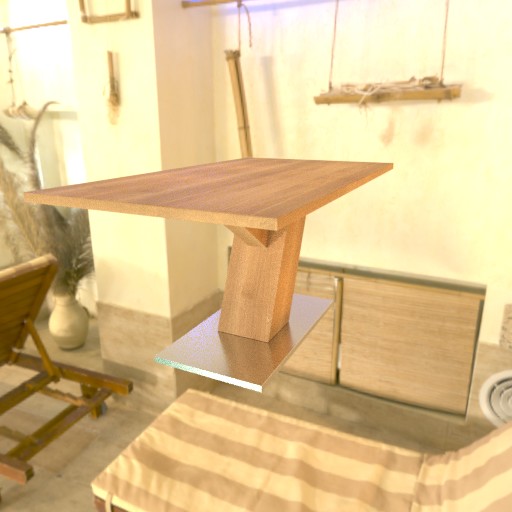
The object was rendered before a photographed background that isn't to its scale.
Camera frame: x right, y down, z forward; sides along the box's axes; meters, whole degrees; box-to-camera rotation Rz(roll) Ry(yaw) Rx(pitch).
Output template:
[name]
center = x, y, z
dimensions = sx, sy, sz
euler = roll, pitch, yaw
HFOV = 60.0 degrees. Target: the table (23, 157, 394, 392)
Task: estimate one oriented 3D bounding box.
[table]
center = 0.000, 0.000, 2.046
dimensions = 0.900, 0.750, 1.600
euler = 8, 19, 25
